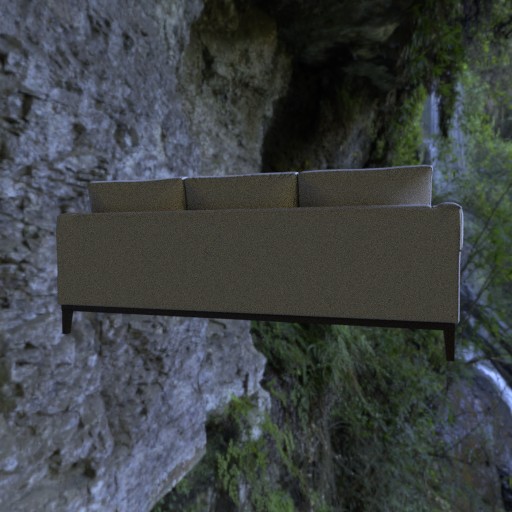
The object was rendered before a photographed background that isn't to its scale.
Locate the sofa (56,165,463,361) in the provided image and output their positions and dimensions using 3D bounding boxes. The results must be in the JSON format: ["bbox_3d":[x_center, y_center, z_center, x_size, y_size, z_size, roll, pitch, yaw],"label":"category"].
[{"bbox_3d":[0.000,0.000,2.688,2.198,0.911,0.902,0,1,17],"label":"sofa"}]
